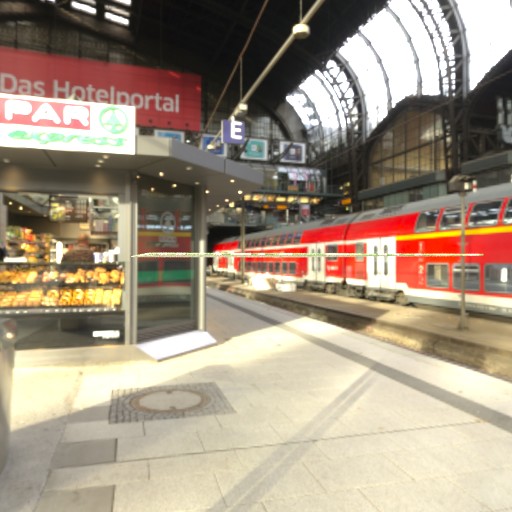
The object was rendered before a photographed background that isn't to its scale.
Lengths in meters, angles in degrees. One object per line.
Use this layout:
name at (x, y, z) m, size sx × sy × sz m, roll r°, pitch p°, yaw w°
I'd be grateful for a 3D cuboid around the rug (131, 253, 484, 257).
rug at (0.000, 0.000, 2.348) m, size 1.220 × 0.006 × 1.826 m, roll 0°, pitch 0°, yaw -17°
